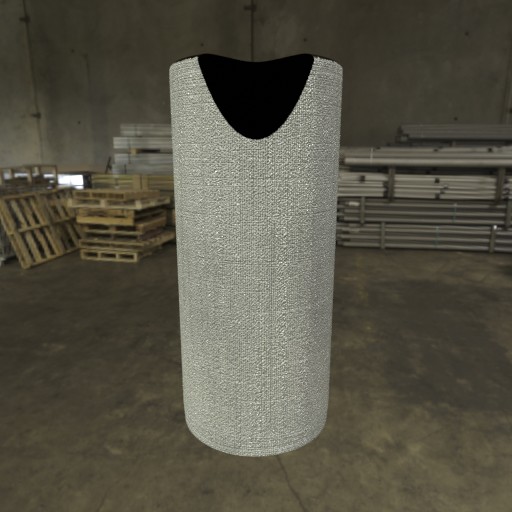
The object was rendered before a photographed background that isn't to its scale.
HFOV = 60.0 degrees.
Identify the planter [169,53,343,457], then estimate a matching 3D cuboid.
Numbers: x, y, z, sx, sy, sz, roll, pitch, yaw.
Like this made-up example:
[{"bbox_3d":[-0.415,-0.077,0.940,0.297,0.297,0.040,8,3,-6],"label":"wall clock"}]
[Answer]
[{"bbox_3d":[0.000,0.000,0.130,0.045,0.103,0.045,2,14,10],"label":"planter"}]
